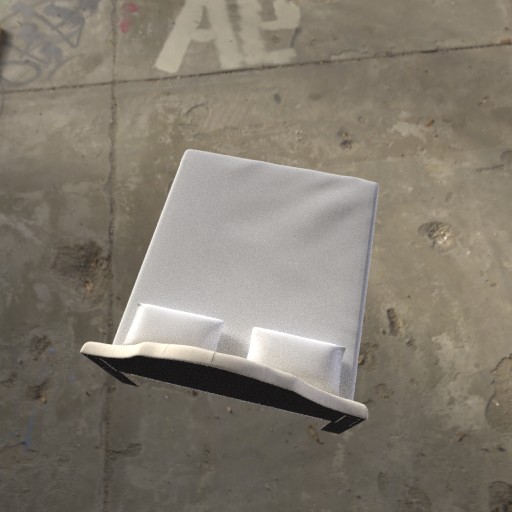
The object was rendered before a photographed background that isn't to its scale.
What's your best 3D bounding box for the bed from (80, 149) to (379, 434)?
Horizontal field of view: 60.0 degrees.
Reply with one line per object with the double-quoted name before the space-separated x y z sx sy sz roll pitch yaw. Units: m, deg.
"bed" 0.000 0.000 3.625 2.008 1.615 2.214 11 64 6
